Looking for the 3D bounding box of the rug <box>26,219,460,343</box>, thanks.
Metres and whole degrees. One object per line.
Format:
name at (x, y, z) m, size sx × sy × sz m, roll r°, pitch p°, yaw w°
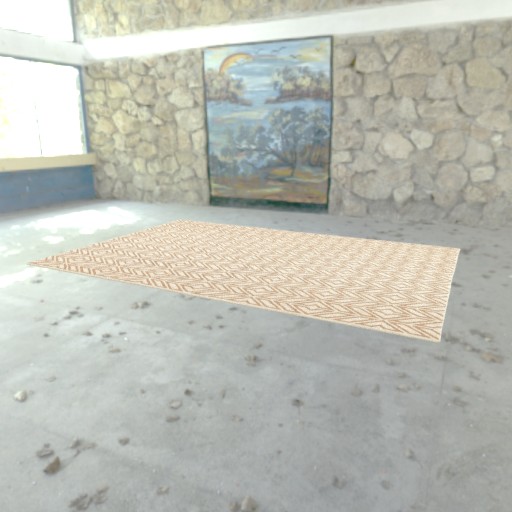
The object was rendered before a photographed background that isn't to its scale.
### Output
rug at (0.000, 0.000, 2.233) m, size 1.828 × 0.007 × 1.220 m, roll 8°, pitch 17°, yaw 25°
